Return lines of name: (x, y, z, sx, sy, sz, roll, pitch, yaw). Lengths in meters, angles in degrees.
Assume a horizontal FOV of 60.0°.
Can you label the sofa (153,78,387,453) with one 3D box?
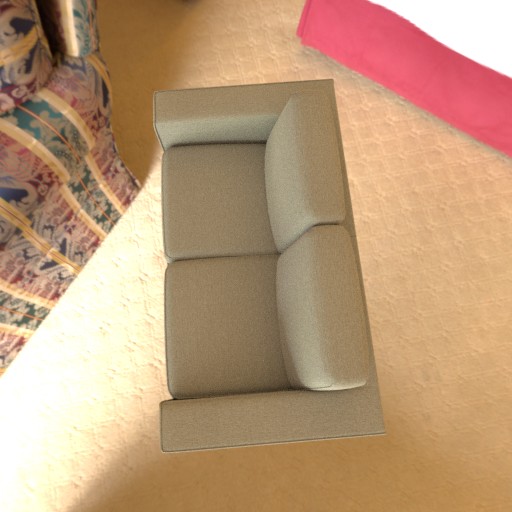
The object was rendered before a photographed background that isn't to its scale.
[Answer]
sofa: (0.000, 0.000, 2.349, 1.007, 0.924, 1.812, -4, 74, -1)
